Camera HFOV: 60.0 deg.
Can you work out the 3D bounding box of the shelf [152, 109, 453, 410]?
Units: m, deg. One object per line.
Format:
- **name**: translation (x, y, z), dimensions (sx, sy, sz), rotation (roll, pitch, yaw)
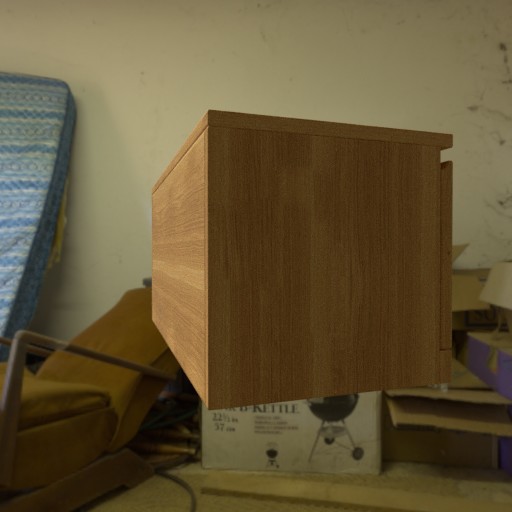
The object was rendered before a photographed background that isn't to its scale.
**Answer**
- **shelf**: translation (0.000, 0.000, 1.028), dimensions (0.400, 0.400, 0.800), rotation (0, 1, -18)
